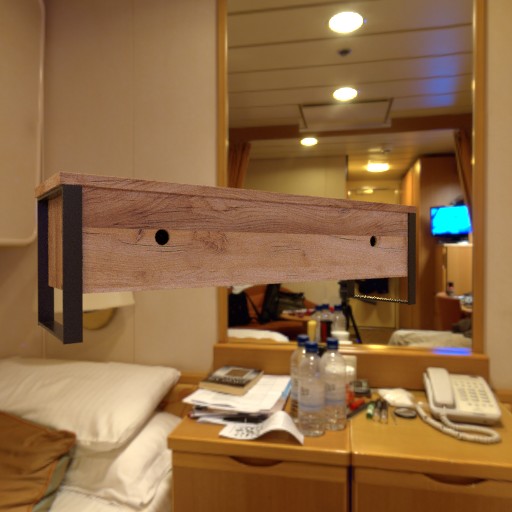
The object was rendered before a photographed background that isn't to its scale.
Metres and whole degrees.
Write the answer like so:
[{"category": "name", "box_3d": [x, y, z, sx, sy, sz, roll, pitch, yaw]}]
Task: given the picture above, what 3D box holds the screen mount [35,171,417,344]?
[{"category": "screen mount", "box_3d": [0.000, 0.000, 1.749, 1.524, 0.450, 0.395, 0, 1, -35]}]
